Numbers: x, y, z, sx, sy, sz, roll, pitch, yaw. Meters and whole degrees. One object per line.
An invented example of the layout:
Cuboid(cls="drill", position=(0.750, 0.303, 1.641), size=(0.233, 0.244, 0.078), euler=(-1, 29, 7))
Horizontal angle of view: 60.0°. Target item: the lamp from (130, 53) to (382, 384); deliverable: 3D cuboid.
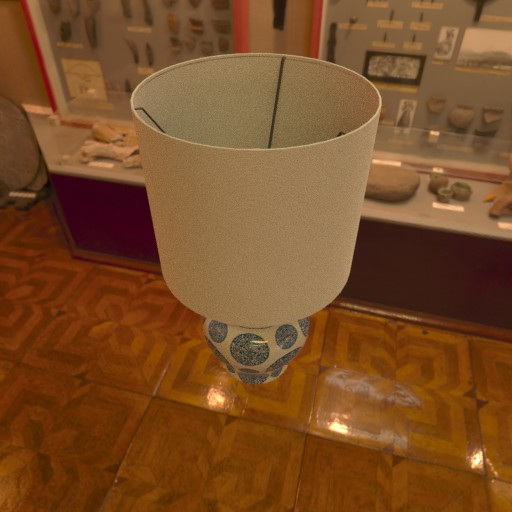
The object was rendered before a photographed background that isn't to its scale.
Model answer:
Cuboid(cls="lamp", position=(0.000, 0.000, 0.512), size=(0.215, 0.381, 0.215), euler=(11, 42, 12))
